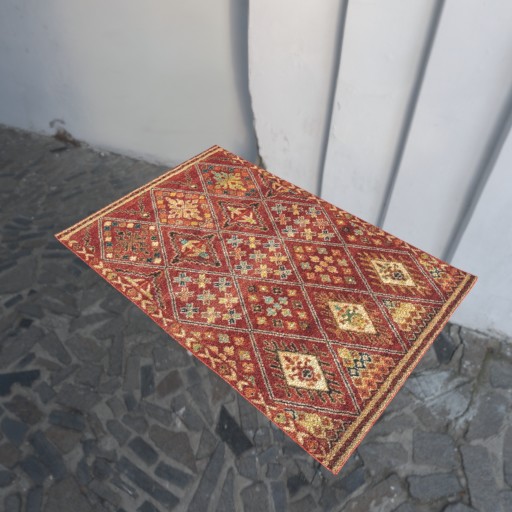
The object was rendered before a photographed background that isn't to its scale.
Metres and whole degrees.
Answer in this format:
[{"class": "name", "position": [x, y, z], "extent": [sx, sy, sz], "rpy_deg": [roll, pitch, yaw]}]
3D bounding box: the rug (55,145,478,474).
[{"class": "rug", "position": [0.000, 0.000, 2.840], "extent": [2.286, 0.026, 1.521], "rpy_deg": [33, 54, 28]}]
